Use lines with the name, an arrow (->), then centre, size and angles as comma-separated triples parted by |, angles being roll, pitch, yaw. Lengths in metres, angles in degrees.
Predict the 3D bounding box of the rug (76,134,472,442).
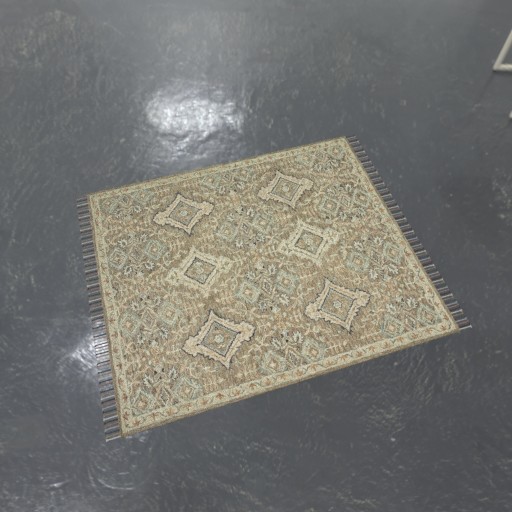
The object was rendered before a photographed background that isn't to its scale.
rug -> 0.000, 0.000, 4.108 | 3.056, 0.010, 2.437 | -15, 59, -9
